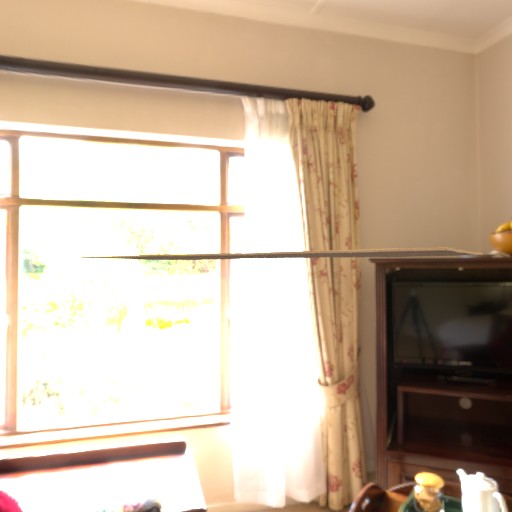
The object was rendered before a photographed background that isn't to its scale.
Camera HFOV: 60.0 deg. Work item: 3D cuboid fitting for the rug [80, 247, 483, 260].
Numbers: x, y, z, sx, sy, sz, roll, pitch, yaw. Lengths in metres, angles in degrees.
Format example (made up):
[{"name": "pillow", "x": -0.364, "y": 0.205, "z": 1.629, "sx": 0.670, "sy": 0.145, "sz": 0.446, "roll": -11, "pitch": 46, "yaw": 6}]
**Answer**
[{"name": "rug", "x": 0.000, "y": 0.000, "z": 2.717, "sx": 2.383, "sy": 0.018, "sz": 0.857, "roll": -1, "pitch": -2, "yaw": 35}]
